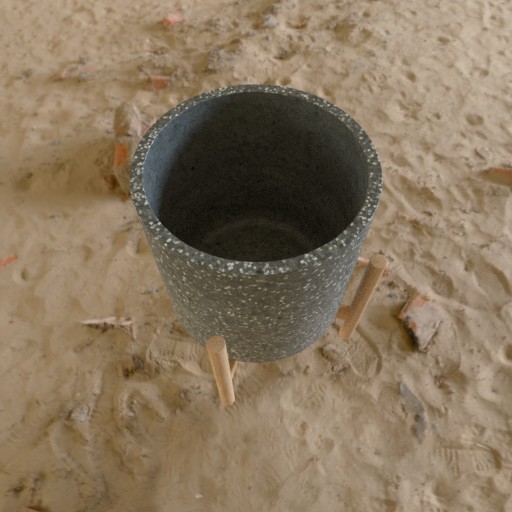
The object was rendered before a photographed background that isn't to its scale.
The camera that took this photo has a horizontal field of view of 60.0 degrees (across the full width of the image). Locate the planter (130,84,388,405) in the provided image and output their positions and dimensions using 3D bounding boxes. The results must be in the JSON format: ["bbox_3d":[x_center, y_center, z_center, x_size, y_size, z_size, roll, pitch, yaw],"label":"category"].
[{"bbox_3d":[0.000,0.000,0.714,0.360,0.419,0.360,35,64,19],"label":"planter"}]
